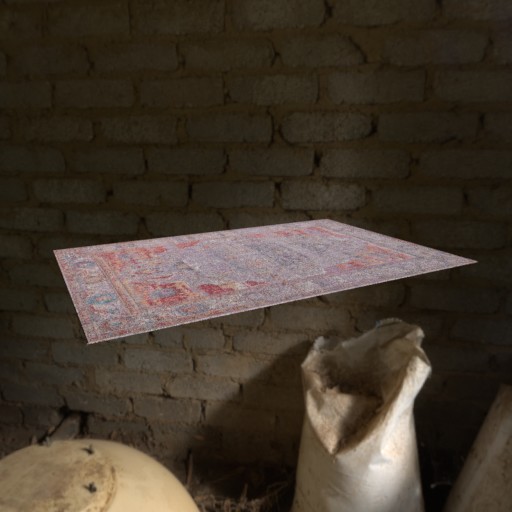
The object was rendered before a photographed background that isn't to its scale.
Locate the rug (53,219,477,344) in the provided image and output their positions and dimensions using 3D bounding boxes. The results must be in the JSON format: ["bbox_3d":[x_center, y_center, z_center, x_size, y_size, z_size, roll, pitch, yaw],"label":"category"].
[{"bbox_3d":[0.000,0.000,2.286,1.829,0.005,1.219,-8,18,-27],"label":"rug"}]
